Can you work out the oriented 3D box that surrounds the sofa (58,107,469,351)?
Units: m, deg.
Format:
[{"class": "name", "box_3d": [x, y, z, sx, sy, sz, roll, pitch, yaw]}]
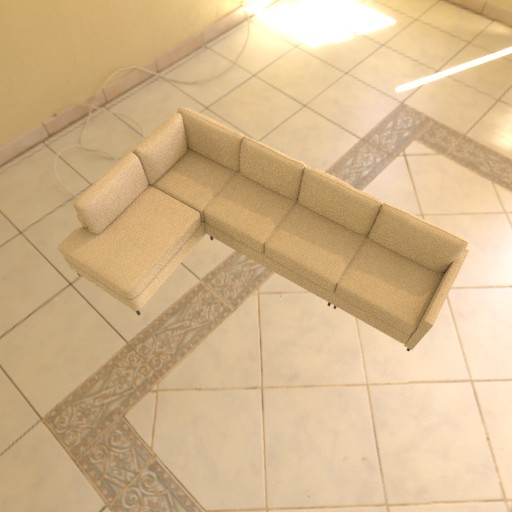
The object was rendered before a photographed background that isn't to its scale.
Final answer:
[{"class": "sofa", "box_3d": [0.000, 0.000, 4.336, 3.384, 0.996, 2.048, 29, 63, 17]}]
